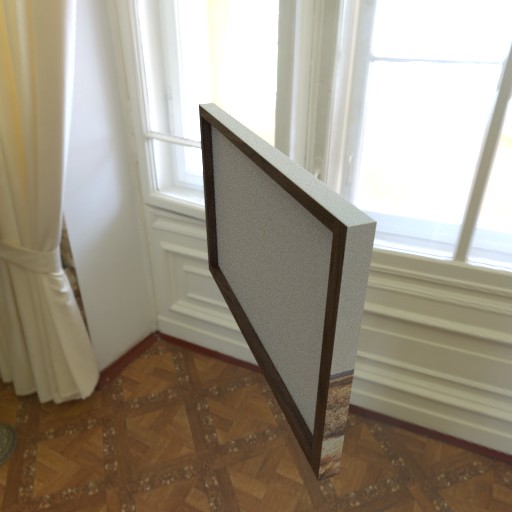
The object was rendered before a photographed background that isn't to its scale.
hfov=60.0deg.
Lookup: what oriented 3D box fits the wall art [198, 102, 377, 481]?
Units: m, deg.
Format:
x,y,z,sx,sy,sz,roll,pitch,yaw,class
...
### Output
x,y,z,sx,sy,sz,roll,pitch,yaw,class
0.000,0.000,1.175,0.050,0.610,0.914,-10,32,-17,wall art
